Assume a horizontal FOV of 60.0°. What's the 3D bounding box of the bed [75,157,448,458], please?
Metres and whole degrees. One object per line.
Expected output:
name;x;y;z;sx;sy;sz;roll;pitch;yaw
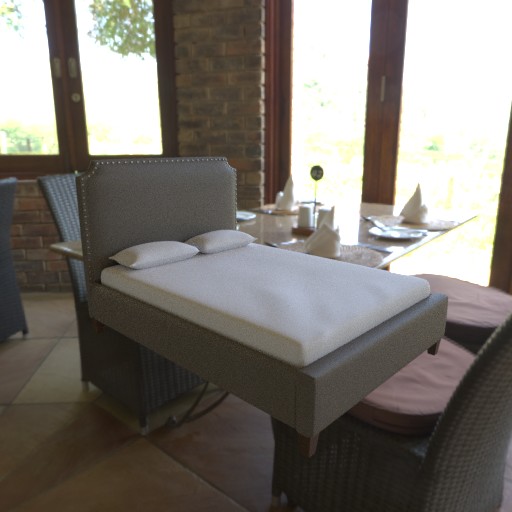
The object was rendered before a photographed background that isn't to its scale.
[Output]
bed;0.000;0.000;3.434;2.372;1.443;1.712;13;19;42
